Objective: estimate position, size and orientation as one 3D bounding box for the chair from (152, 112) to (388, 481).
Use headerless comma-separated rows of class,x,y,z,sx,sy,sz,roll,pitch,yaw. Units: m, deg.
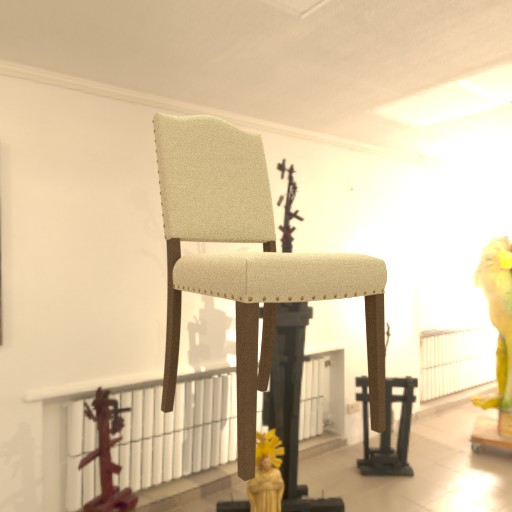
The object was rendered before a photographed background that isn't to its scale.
chair,0.000,0.000,1.382,0.508,1.015,0.619,0,0,-36
